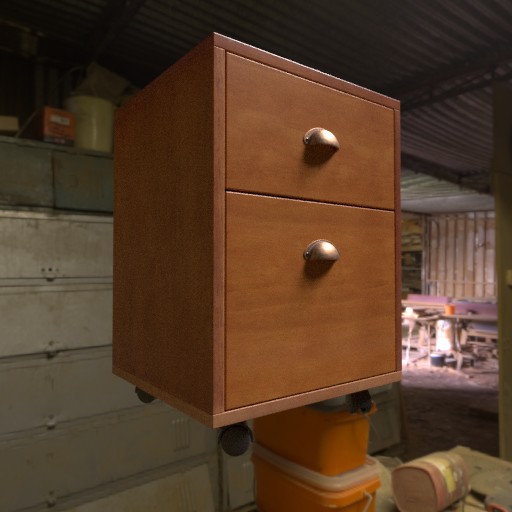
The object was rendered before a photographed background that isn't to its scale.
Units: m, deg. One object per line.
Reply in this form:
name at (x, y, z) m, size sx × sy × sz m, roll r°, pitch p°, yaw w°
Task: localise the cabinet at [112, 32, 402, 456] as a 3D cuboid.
cabinet at (0.000, 0.000, 0.843) m, size 0.409 × 0.579 × 0.401 m, roll 1°, pitch -2°, yaw -37°
